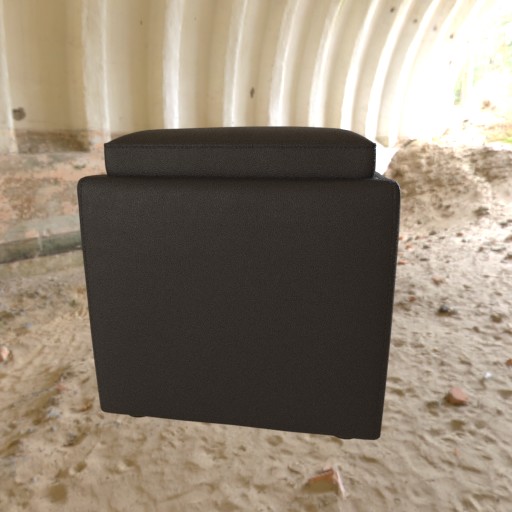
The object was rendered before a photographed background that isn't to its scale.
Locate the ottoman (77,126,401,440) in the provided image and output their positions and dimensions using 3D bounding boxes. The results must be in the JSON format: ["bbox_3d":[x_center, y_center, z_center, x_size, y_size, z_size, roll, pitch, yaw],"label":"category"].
[{"bbox_3d":[0.000,0.000,0.825,0.450,0.460,0.451,2,14,9],"label":"ottoman"}]
